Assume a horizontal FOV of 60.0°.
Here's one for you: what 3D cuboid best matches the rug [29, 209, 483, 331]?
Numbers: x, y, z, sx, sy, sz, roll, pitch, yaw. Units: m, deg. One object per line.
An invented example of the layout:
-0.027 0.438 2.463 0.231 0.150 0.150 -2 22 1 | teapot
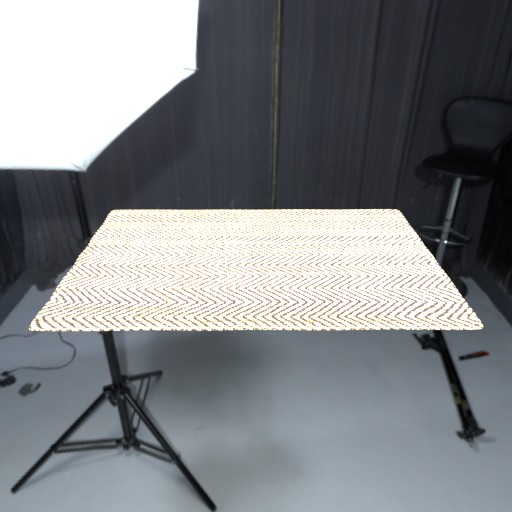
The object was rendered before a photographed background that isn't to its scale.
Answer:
0.000 0.000 2.294 1.828 0.008 1.219 0 29 0 | rug
